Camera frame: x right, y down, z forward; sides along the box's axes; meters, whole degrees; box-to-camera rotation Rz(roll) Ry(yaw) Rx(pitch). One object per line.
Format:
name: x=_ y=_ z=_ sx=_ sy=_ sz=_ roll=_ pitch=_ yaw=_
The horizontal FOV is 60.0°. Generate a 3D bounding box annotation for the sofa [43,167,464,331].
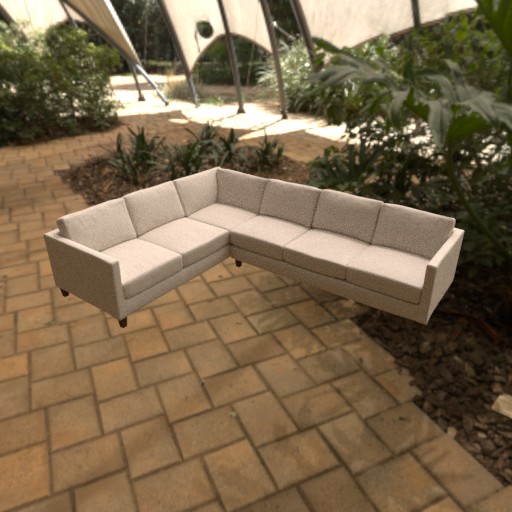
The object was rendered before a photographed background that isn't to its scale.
sofa: x=0.000 y=0.000 z=4.283 sx=3.182 sy=0.863 sz=2.432 roll=18 pitch=32 yaw=32
